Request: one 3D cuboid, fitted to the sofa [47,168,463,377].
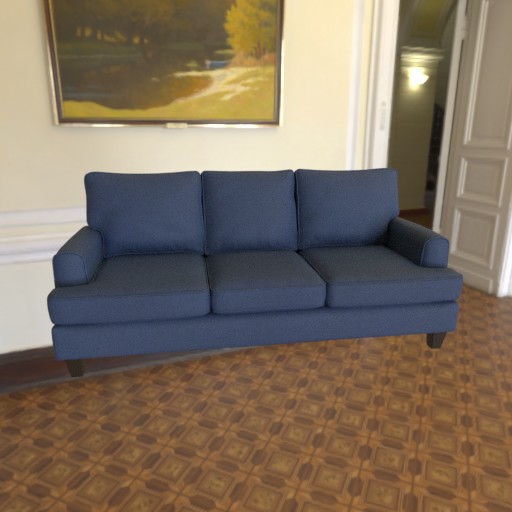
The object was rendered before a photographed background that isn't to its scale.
[{"bbox_3d":[0.000,0.000,2.654,2.158,0.965,0.951,-2,17,-8],"label":"sofa"}]
